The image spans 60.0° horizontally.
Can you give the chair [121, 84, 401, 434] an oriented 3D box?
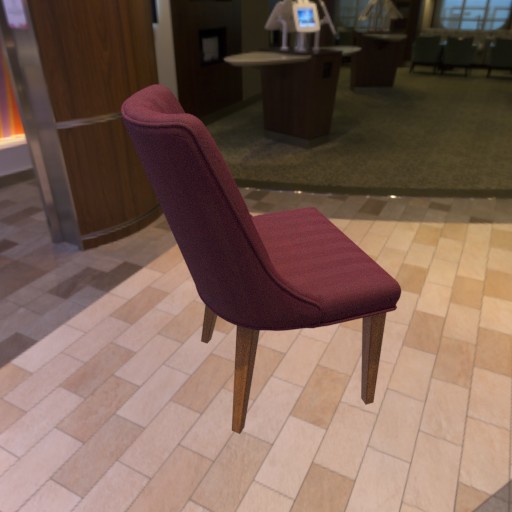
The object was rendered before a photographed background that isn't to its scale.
[{"bbox_3d":[0.000,0.000,1.299,0.638,0.916,0.548,-10,32,-16],"label":"chair"}]
